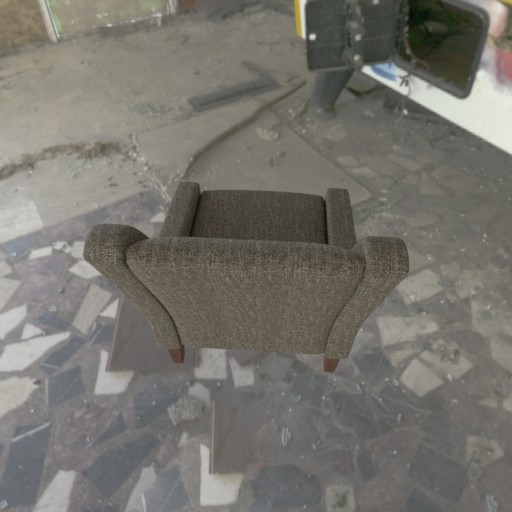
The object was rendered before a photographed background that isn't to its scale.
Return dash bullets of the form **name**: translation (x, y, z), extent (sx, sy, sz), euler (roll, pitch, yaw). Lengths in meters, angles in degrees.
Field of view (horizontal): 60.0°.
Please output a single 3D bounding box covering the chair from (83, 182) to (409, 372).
- **chair**: translation (0.000, 0.000, 1.713), extent (0.793, 1.012, 0.944), euler (3, 47, 3)
